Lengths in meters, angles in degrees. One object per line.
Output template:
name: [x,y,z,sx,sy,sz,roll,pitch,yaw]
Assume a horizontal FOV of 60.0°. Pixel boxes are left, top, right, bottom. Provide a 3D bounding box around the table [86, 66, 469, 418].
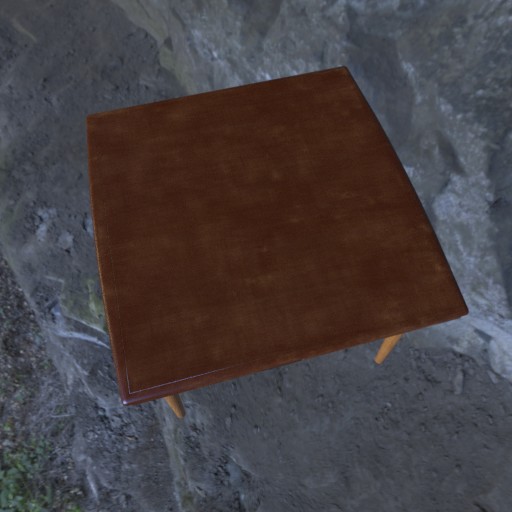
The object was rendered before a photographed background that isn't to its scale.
table: [0.000,0.000,1.697,0.991,0.754,0.991,-13,65,-6]
